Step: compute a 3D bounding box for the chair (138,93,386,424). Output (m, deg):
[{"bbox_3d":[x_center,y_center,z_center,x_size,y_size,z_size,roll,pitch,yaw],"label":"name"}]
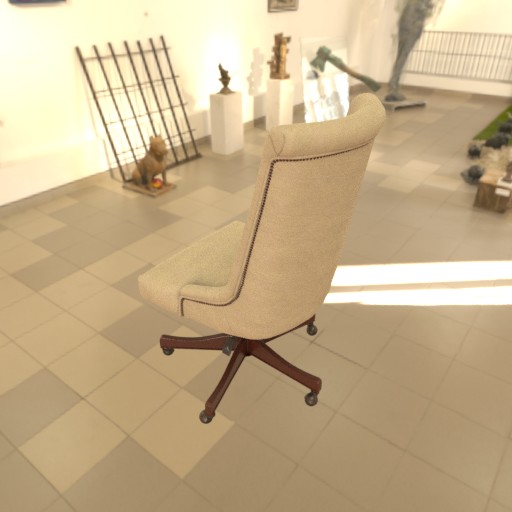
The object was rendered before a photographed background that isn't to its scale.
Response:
[{"bbox_3d":[0.000,0.000,1.449,0.696,1.010,0.645,21,37,31],"label":"chair"}]
